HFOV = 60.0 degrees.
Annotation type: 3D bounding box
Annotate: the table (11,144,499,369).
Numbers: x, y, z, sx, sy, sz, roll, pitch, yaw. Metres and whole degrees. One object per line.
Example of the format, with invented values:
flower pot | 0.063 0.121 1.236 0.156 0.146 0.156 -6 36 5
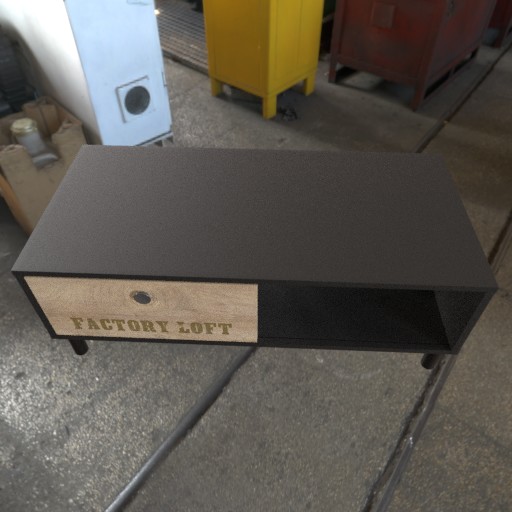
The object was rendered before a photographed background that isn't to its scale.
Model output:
table | 0.000 0.000 1.322 1.100 0.400 0.550 2 46 2
